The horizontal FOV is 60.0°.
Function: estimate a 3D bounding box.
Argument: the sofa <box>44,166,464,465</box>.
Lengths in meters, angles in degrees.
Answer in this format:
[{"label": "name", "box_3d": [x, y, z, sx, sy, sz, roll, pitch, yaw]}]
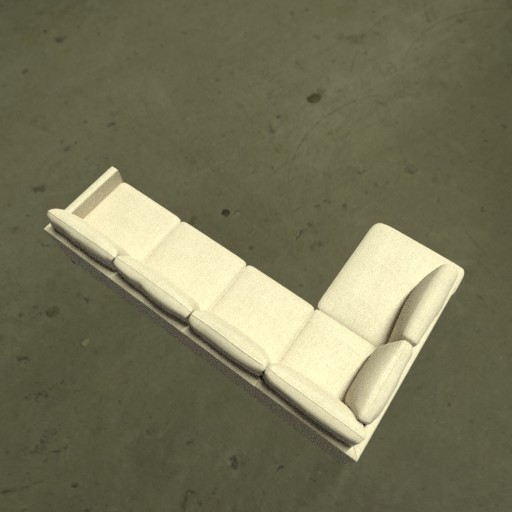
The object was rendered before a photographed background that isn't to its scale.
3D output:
[{"label": "sofa", "box_3d": [0.000, 0.000, 4.236, 3.384, 0.996, 2.048, 33, 68, 15]}]
